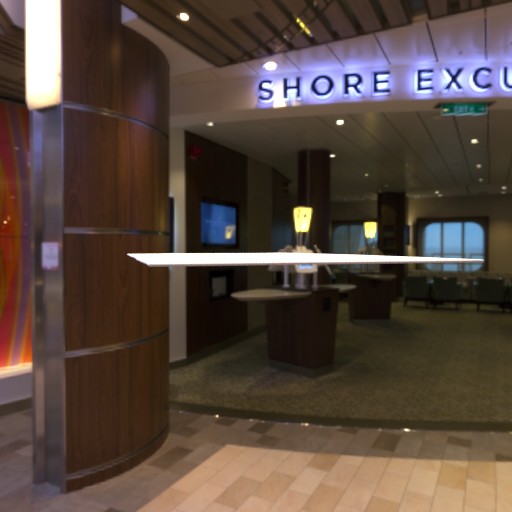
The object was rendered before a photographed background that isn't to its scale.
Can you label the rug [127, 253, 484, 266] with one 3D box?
[{"bbox_3d":[0.000,0.000,3.188,1.706,0.026,2.438,0,1,-18],"label":"rug"}]
